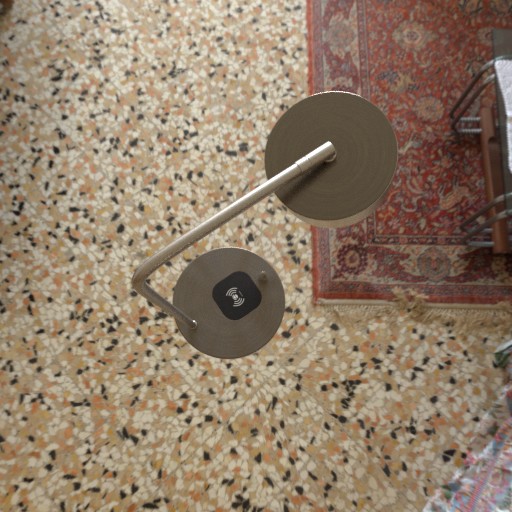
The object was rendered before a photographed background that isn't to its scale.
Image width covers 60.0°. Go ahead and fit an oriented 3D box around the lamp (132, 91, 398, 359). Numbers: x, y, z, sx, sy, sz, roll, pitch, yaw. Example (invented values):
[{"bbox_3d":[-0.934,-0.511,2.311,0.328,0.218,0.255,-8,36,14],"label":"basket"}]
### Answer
[{"bbox_3d":[0.000,0.000,0.639,0.334,0.469,0.211,-33,78,-8],"label":"lamp"}]
